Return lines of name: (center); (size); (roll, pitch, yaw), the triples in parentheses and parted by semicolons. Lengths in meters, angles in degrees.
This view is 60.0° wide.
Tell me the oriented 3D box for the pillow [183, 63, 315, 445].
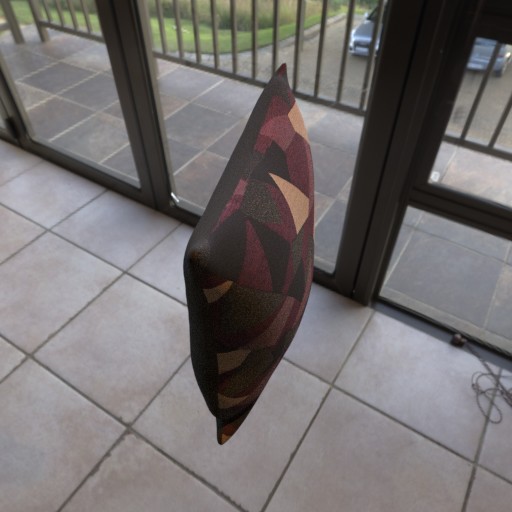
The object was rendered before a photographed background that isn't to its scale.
pillow: (0.000, 0.000, 0.791); (0.208, 0.496, 0.503); (10, 48, 9)
